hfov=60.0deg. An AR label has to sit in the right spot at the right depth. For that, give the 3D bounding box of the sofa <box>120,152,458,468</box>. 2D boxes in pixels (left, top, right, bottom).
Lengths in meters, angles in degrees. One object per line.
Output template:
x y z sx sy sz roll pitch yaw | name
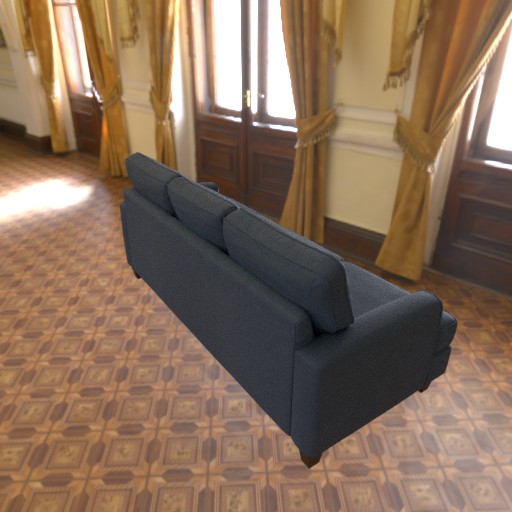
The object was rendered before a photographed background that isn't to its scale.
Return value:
0.000 0.000 2.667 0.951 0.965 2.158 -17 32 -30 | sofa
